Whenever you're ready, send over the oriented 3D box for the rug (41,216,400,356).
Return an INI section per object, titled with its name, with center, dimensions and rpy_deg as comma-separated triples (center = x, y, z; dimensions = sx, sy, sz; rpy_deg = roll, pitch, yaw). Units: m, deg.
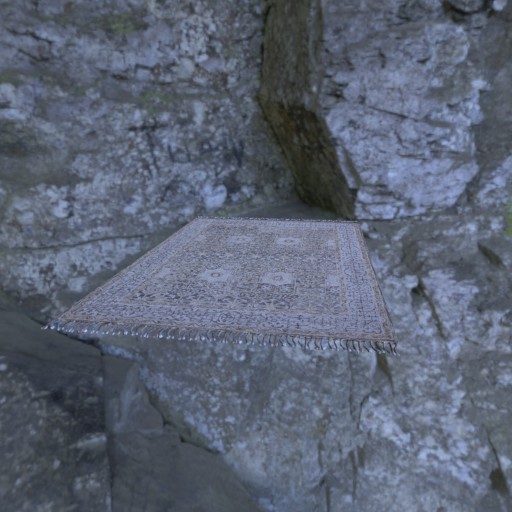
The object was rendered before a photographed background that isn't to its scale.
[rug]
center = 0.000, 0.000, 2.431
dimensions = 1.237, 0.010, 2.029
rpy_deg = 2, 17, 8
